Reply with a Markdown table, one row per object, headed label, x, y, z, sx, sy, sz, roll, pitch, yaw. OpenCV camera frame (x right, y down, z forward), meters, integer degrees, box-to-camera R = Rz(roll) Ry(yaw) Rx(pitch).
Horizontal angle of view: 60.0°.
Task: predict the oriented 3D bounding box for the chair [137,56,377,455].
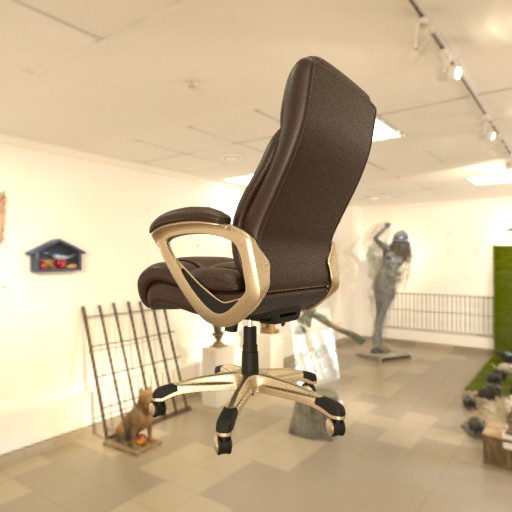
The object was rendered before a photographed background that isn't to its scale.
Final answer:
| label | x | y | z | sx | sy | sz | roll | pitch | yaw |
| --- | --- | --- | --- | --- | --- | --- | --- | --- | --- |
| chair | 0.000 | 0.000 | 1.636 | 0.749 | 1.194 | 0.692 | 0 | 0 | 36 |
